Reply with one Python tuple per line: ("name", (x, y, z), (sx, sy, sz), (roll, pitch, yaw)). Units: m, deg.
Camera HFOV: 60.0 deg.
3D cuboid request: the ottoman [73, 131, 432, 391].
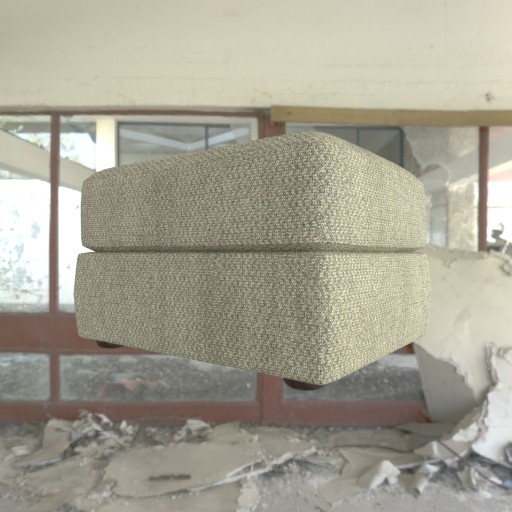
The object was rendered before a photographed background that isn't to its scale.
("ottoman", (0.000, 0.000, 1.154), (0.751, 0.476, 0.603), (0, 1, 37))
